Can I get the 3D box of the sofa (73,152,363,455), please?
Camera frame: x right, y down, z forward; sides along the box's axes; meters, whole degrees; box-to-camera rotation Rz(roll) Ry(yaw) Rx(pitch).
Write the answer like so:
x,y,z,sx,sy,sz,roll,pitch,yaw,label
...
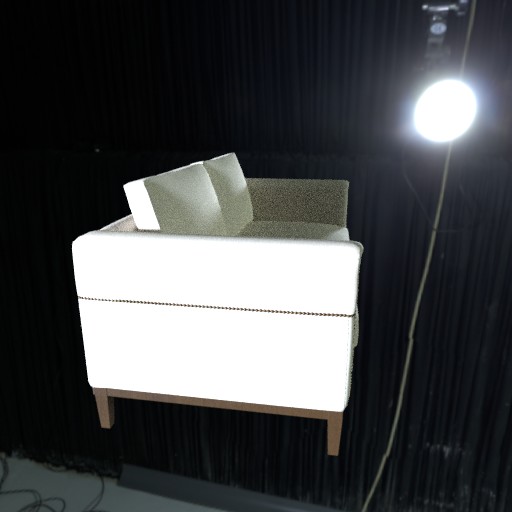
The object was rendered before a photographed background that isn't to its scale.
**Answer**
x,y,z,sx,sy,sz,roll,pitch,yaw,label
0.000,0.000,2.104,0.905,0.873,1.598,3,17,9,sofa
